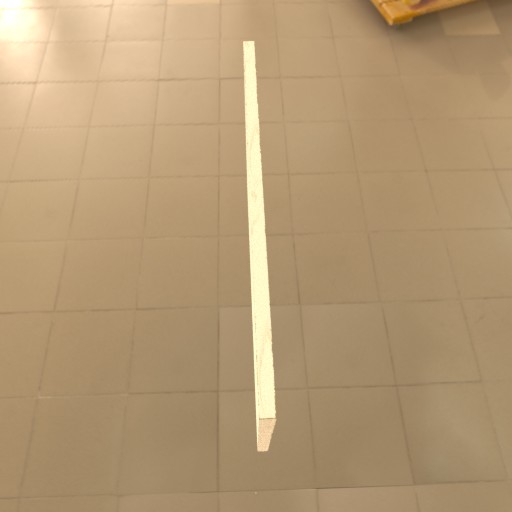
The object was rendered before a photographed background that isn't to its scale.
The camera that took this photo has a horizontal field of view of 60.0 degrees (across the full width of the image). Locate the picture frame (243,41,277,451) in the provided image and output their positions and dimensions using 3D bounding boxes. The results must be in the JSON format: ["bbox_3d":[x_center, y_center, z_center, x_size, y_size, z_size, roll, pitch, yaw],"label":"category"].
[{"bbox_3d":[0.000,0.000,1.235,0.029,0.640,0.950,-2,62,-1],"label":"picture frame"}]
